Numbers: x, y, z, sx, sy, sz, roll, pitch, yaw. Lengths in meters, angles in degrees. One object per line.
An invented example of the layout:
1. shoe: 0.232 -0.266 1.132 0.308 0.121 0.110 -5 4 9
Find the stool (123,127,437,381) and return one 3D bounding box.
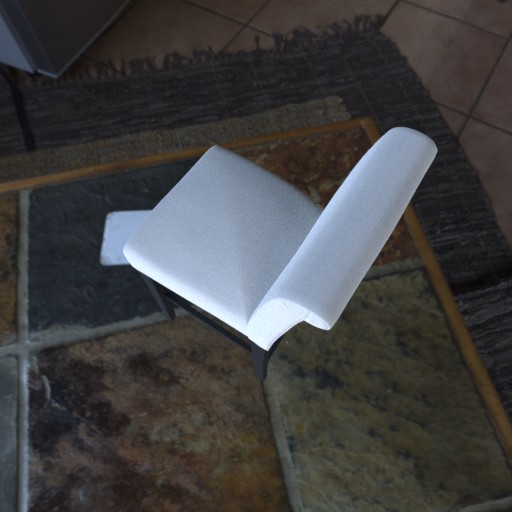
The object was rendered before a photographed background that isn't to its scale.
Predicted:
1. stool: 0.000 0.000 1.297 0.597 0.976 0.452 31 69 13
